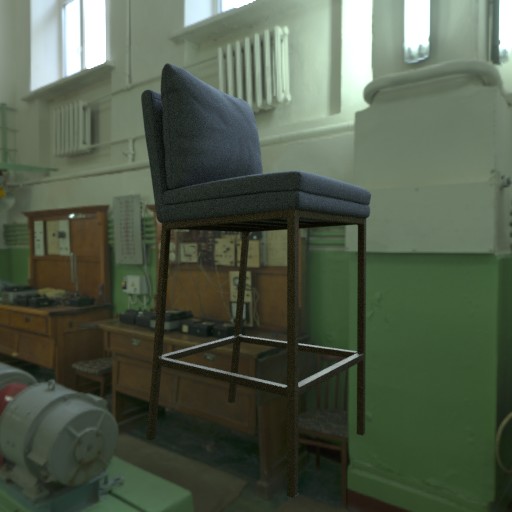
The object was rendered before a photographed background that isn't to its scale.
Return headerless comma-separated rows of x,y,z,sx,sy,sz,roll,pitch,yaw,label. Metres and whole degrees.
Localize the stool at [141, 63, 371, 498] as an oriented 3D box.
0.000,0.000,1.370,0.569,1.130,0.463,1,2,35,stool
